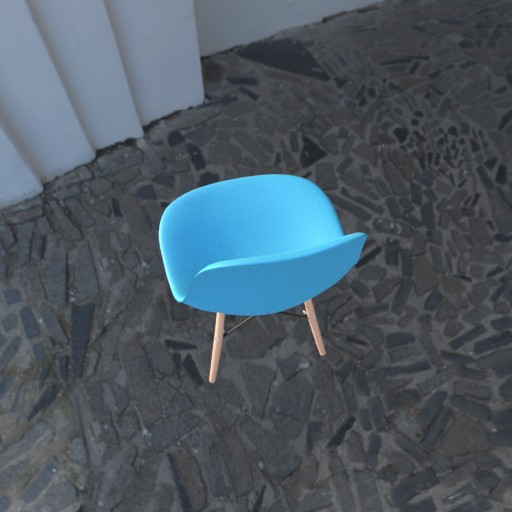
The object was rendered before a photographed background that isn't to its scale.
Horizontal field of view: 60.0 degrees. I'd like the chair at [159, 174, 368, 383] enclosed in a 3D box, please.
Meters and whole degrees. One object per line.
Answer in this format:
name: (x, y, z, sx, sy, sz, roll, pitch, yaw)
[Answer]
chair: (0.000, 0.000, 1.154, 0.470, 0.826, 0.531, -12, 59, -7)
